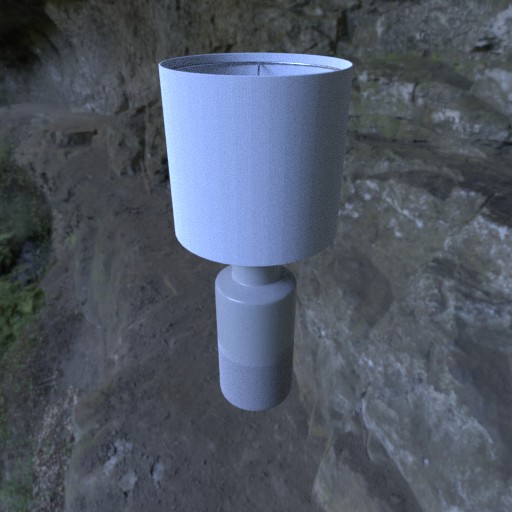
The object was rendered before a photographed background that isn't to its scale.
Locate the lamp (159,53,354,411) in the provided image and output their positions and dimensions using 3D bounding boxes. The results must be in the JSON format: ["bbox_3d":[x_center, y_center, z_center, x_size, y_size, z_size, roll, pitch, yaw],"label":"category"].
[{"bbox_3d":[0.000,0.000,0.612,0.212,0.493,0.212,1,30,2],"label":"lamp"}]
